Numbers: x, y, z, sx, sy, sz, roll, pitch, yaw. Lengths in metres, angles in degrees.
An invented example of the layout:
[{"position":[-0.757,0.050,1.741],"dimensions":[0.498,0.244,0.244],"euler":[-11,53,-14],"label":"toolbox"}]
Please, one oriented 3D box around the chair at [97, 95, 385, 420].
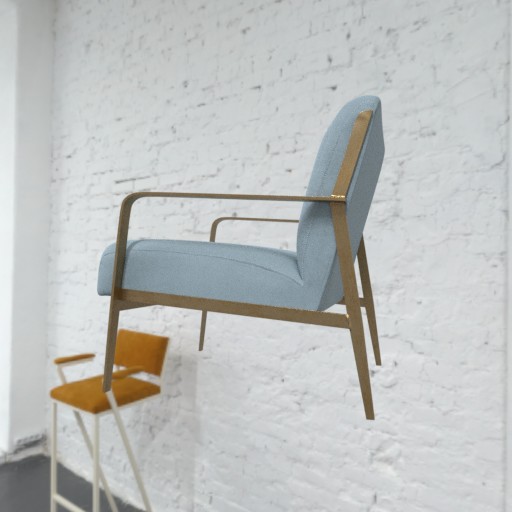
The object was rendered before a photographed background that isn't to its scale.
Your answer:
[{"position":[0.000,0.000,1.514],"dimensions":[0.842,0.824,0.701],"euler":[0,-1,17],"label":"chair"}]
